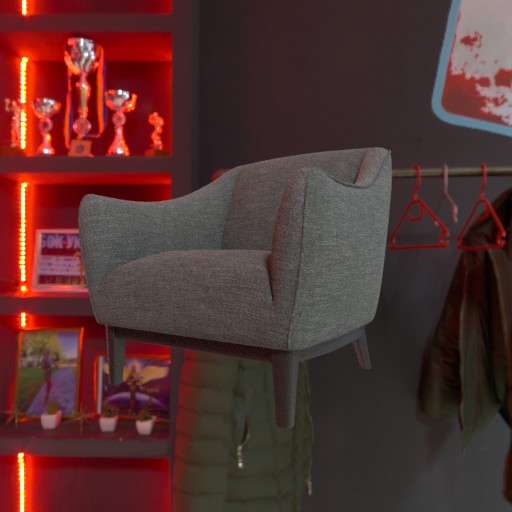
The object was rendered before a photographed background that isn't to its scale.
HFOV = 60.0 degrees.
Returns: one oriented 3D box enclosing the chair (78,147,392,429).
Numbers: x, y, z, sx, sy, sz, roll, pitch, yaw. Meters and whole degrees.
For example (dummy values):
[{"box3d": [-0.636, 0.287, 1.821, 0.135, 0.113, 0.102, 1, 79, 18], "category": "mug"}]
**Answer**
[{"box3d": [0.000, 0.000, 1.550, 0.870, 0.829, 0.851, 0, 0, 34], "category": "chair"}]
